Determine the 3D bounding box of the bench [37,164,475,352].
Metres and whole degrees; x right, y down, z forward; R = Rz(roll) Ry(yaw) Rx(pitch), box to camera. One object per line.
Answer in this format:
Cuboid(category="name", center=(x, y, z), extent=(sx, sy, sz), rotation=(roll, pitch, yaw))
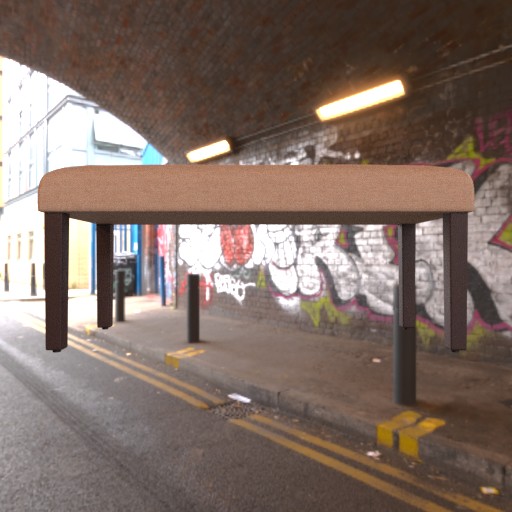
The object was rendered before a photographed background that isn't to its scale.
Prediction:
Cuboid(category="bench", center=(0.000, 0.000, 1.222), extent=(1.013, 0.456, 0.407), rotation=(0, 0, 0))
